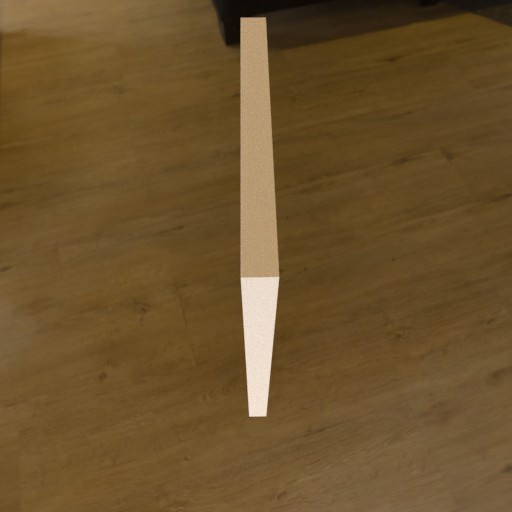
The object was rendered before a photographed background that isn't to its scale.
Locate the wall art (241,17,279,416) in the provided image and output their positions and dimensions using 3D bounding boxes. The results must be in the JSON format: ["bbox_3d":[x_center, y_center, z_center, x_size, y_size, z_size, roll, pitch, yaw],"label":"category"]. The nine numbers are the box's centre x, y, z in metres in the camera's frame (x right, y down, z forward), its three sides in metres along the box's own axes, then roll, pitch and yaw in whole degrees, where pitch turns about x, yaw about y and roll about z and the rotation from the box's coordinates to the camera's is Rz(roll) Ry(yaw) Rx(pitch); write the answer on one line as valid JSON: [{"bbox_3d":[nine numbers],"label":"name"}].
[{"bbox_3d":[0.000,0.000,0.839,0.038,0.657,0.450,-1,59,-1],"label":"wall art"}]
